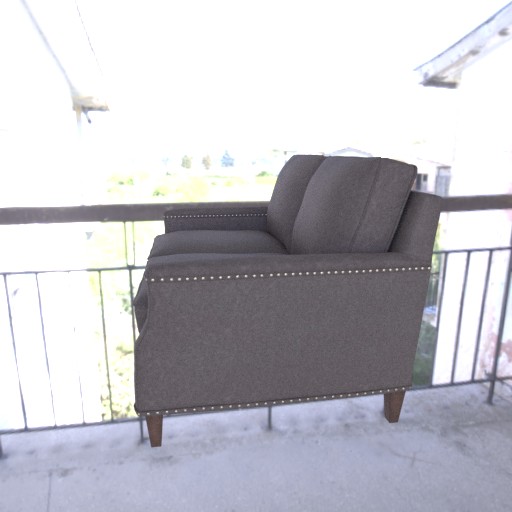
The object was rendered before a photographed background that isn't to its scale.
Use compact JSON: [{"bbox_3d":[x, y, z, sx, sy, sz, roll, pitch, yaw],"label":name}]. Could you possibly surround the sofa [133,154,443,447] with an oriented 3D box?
[{"bbox_3d":[0.000,0.000,2.229,1.084,1.003,1.597,-2,13,-9],"label":"sofa"}]
